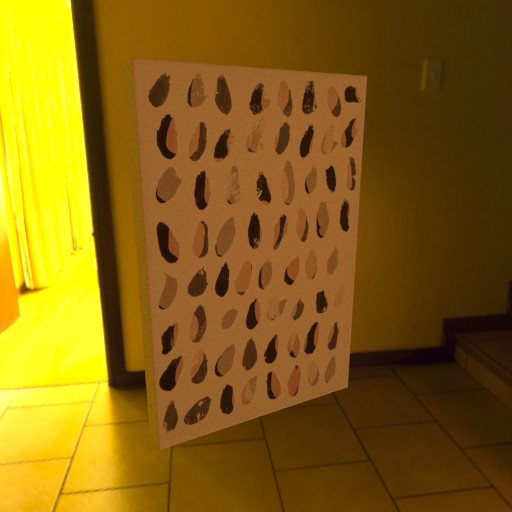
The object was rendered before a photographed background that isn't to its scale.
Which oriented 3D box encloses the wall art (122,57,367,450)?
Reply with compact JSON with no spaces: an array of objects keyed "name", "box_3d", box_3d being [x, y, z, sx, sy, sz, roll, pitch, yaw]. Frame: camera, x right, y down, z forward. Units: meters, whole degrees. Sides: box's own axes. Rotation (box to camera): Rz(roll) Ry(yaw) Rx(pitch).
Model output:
[{"name":"wall art","box_3d":[0.000,0.000,0.489,0.252,0.381,0.039,-8,17,-27]}]
